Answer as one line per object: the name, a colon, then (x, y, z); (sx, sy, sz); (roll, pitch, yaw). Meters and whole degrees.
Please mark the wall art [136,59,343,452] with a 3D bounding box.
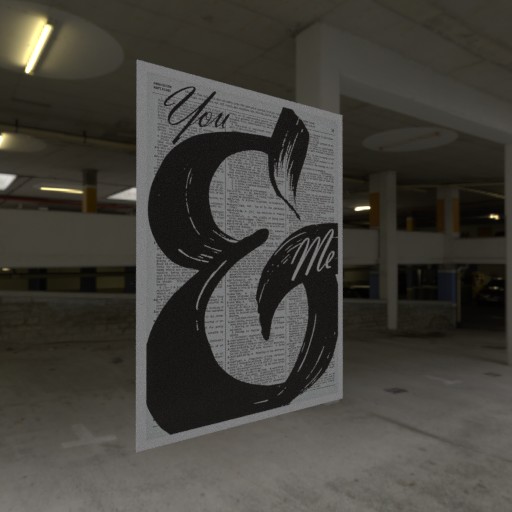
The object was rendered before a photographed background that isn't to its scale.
wall art: (0.000, 0.000, 0.822); (0.457, 0.609, 0.003); (0, -1, -36)
